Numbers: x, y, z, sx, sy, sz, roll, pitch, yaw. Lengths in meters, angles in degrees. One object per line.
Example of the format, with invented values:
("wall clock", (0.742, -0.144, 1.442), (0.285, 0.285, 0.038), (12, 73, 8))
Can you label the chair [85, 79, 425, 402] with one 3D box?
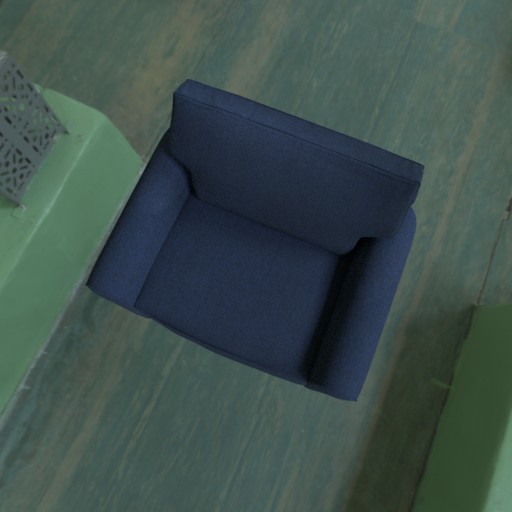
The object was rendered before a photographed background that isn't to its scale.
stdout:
("chair", (0.000, 0.000, 2.086), (1.285, 1.044, 0.963), (22, 76, 6))
